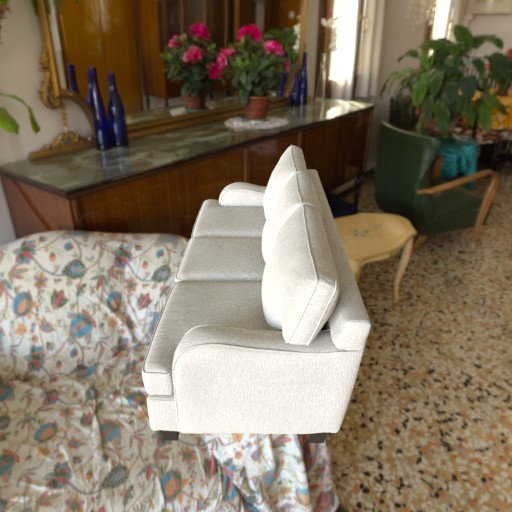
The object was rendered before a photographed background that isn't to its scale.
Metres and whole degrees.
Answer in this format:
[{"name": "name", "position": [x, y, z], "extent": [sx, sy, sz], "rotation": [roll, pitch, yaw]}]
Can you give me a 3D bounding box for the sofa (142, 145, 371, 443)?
[{"name": "sofa", "position": [0.000, 0.000, 2.985], "extent": [1.016, 0.991, 2.323], "rotation": [1, 27, 1]}]
